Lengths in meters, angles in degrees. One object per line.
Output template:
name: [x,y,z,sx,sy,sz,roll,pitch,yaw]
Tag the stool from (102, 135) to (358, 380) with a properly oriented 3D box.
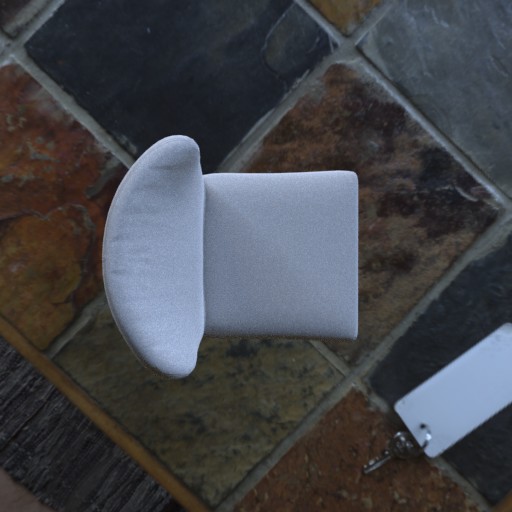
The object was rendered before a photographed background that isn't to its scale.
stool: [0.000,0.000,1.296,0.568,0.968,0.479,0,91,0]
